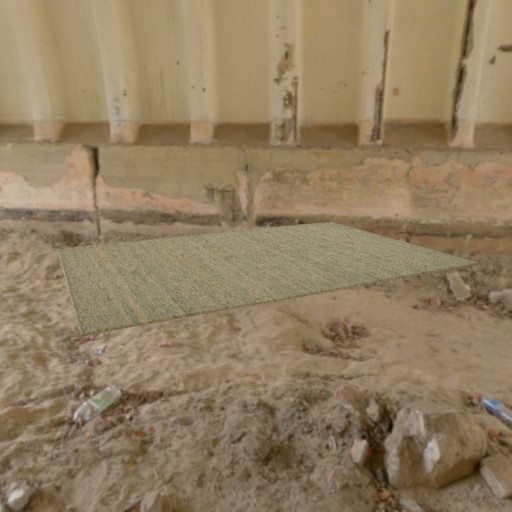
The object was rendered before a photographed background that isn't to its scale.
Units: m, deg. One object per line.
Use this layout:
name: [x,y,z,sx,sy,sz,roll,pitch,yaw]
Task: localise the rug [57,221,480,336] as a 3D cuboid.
rug: [0.000,0.000,2.871,2.283,0.013,1.547,-7,17,-26]
